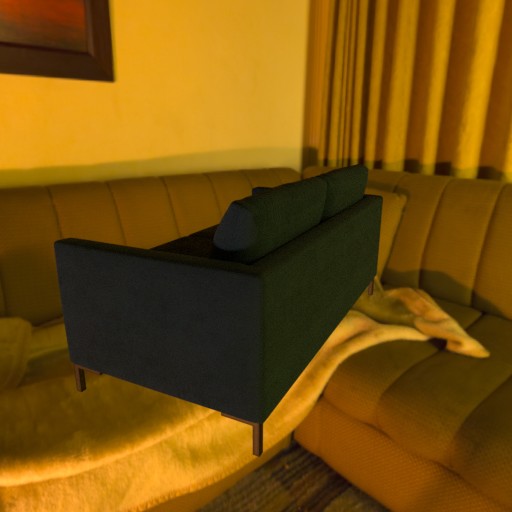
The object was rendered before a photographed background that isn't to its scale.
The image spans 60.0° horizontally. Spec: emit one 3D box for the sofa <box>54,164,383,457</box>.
[{"bbox_3d":[0.000,0.000,2.184,0.875,0.817,1.676,8,18,26],"label":"sofa"}]
